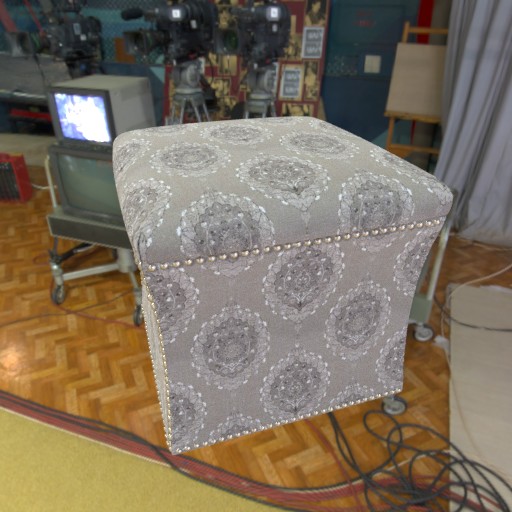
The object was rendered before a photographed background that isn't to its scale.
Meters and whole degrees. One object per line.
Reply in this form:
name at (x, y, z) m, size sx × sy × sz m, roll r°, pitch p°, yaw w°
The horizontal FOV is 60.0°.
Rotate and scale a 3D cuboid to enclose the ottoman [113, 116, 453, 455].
ottoman at (0.000, 0.000, 0.903) m, size 0.497 × 0.473 × 0.507 m, roll -9°, pitch 31°, yaw -16°
